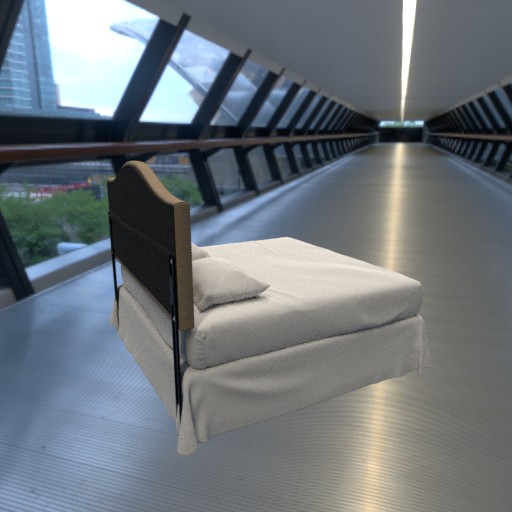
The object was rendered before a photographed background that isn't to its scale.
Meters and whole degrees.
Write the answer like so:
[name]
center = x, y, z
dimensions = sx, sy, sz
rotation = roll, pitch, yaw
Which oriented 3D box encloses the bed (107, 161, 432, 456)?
[bed]
center = 0.000, 0.000, 3.849
dimensions = 2.222, 1.651, 2.311
rotation = -8, 16, -27
